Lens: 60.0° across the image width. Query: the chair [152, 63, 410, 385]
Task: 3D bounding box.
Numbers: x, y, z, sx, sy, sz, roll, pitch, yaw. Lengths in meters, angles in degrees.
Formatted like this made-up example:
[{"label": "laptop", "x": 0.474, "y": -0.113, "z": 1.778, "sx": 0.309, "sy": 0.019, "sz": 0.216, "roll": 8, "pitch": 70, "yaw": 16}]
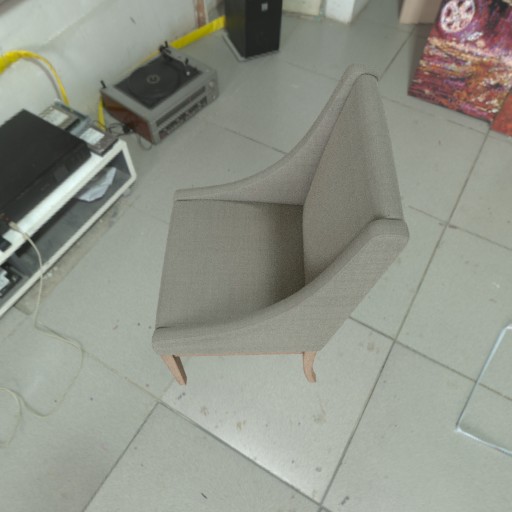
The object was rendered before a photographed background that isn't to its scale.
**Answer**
[{"label": "chair", "x": 0.000, "y": 0.000, "z": 1.406, "sx": 0.611, "sy": 1.021, "sz": 0.575, "roll": 1, "pitch": 58, "yaw": 1}]
